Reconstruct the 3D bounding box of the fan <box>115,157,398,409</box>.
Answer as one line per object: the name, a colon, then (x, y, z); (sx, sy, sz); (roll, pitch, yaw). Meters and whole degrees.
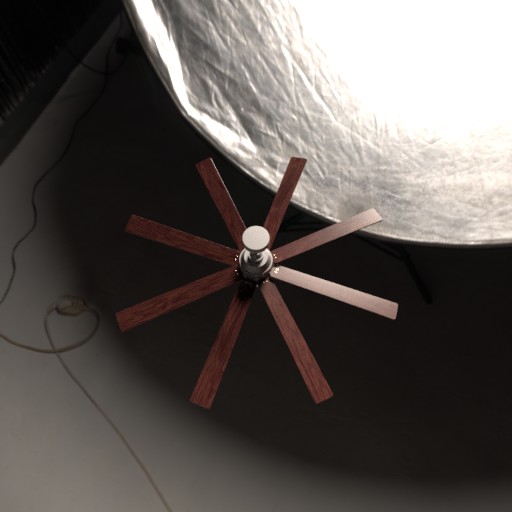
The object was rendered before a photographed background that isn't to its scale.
fan: (0.000, 0.000, 2.721); (1.830, 0.472, 1.830); (18, 65, 9)
